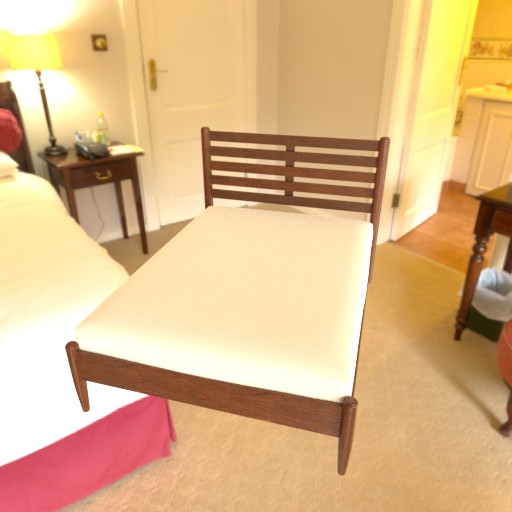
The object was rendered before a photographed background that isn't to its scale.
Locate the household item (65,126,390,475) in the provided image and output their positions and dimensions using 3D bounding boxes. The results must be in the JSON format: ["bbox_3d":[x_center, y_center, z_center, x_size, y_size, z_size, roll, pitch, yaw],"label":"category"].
[{"bbox_3d":[0.000,0.000,3.201,1.663,1.356,2.232,7,28,14],"label":"household item"}]
